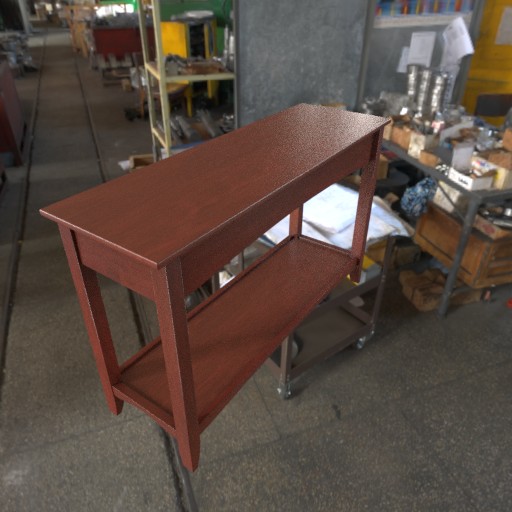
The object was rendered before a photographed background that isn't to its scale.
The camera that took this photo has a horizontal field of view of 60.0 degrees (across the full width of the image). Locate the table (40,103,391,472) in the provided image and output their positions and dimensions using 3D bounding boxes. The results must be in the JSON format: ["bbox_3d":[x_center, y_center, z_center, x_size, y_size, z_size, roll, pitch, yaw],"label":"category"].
[{"bbox_3d":[0.000,0.000,1.538,0.392,0.739,1.188,21,39,29],"label":"table"}]
